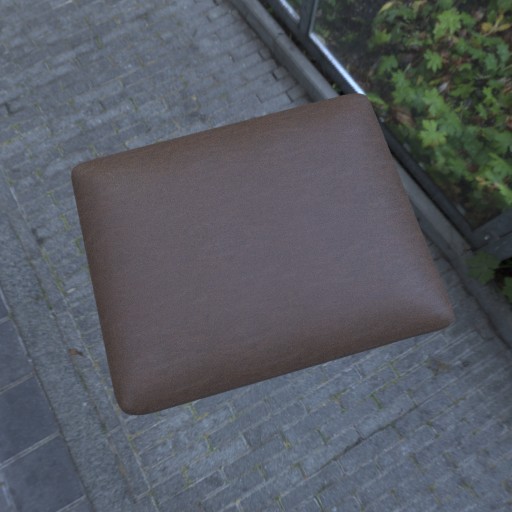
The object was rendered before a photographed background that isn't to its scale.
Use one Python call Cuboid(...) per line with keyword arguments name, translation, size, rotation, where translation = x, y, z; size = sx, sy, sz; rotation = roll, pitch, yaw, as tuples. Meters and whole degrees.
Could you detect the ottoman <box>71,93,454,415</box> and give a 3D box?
Cuboid(name="ottoman", translation=(0.000, 0.000, 1.198), size=(0.787, 0.508, 0.635), rotation=(-16, 77, -4))
